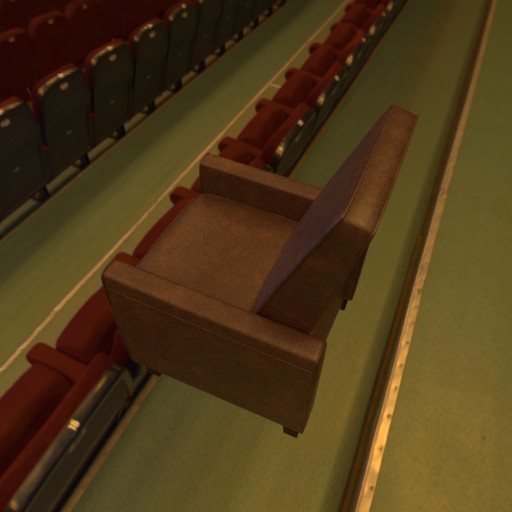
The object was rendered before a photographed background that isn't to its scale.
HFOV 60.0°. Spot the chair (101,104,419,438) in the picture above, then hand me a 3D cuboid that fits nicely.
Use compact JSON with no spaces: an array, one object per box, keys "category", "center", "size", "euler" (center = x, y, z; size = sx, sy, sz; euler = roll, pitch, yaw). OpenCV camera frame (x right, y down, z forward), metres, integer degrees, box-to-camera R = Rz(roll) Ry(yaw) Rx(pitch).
[{"category":"chair","center":[0.000,0.000,1.492],"size":[0.746,1.013,0.705],"euler":[18,50,16]}]
